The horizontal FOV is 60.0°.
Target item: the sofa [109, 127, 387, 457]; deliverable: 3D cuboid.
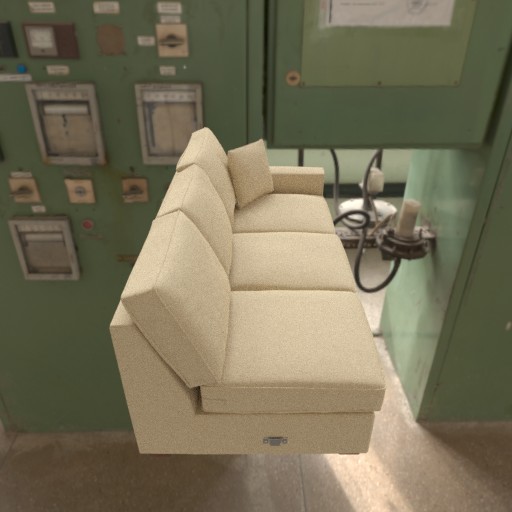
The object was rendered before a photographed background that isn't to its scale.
[{"bbox_3d":[0.000,0.000,2.504,1.034,0.946,1.963,0,31,0],"label":"sofa"}]
